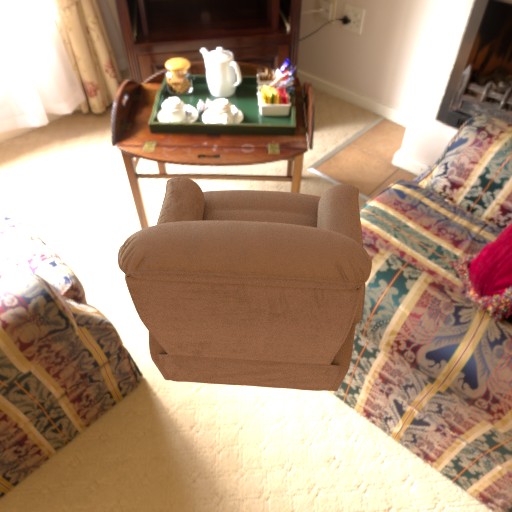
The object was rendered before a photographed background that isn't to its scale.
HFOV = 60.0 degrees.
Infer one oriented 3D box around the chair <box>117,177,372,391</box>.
[{"bbox_3d":[0.000,0.000,1.694,0.820,1.037,1.004,3,47,3],"label":"chair"}]
